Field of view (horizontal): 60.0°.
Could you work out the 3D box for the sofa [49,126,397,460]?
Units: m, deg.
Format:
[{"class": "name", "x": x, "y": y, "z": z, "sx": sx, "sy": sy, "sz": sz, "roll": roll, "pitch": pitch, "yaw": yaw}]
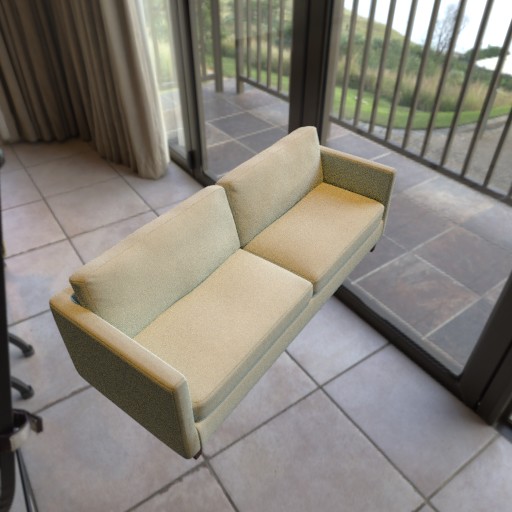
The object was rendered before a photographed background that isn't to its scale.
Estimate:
[{"class": "sofa", "x": 0.000, "y": 0.000, "z": 2.999, "sx": 0.948, "sy": 0.965, "sz": 2.434, "roll": 25, "pitch": 46, "yaw": 27}]
